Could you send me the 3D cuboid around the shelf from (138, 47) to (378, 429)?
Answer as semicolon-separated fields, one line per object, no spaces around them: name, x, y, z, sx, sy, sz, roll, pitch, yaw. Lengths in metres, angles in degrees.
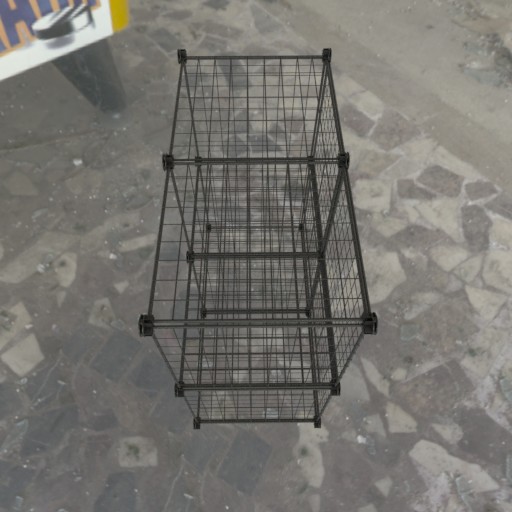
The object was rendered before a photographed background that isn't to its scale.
shelf;0.000;0.000;1.141;0.356;0.711;0.711;0;58;0
